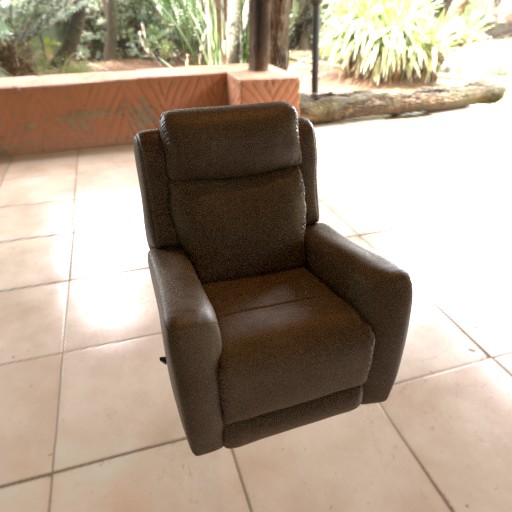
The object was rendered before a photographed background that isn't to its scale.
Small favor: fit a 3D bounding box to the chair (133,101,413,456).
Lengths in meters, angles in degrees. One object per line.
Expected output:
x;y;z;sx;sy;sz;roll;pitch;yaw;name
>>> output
0.000;0.000;1.958;0.967;1.116;1.068;-10;32;-16;chair
